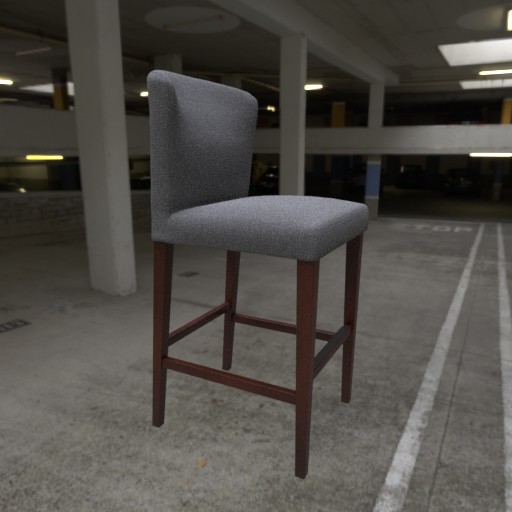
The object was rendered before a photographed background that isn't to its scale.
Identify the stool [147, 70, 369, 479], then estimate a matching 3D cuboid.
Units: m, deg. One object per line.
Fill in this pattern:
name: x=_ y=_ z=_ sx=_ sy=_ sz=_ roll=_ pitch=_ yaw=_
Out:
stool: x=0.000 y=0.000 z=1.346 sx=0.568 sy=1.069 sz=0.486 roll=7 pitch=15 yaw=27
